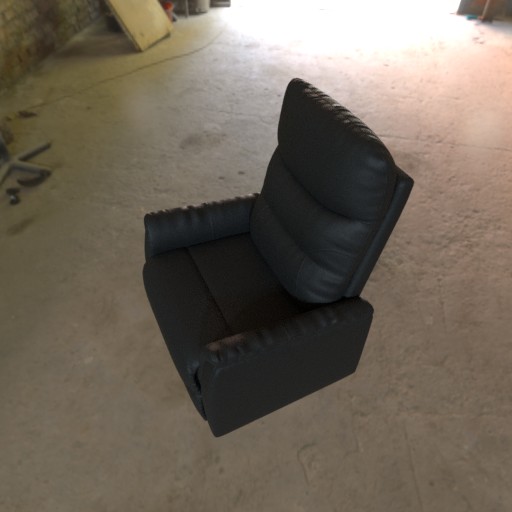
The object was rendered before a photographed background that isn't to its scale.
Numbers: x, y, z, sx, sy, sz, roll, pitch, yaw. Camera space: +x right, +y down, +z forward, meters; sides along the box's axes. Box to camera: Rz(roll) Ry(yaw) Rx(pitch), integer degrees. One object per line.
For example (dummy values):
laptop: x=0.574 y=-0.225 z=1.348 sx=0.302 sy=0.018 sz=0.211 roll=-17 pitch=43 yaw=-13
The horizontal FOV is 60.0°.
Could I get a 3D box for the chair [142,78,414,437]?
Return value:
chair: x=0.000 y=0.000 z=1.689 sx=0.831 sy=1.082 sz=0.775 roll=-19 pitch=50 yaw=-17
